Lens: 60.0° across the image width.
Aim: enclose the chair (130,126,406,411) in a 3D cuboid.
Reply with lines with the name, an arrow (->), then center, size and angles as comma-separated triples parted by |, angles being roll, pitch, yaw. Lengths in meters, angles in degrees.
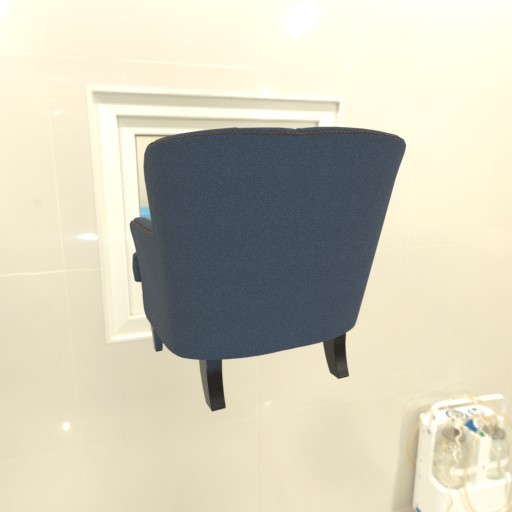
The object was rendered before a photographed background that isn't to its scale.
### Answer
chair -> 0.000, 0.000, 1.627 | 0.848, 0.868, 0.906 | -6, 14, -25
